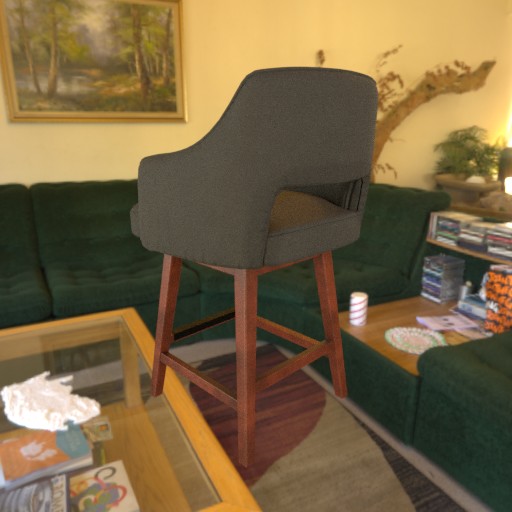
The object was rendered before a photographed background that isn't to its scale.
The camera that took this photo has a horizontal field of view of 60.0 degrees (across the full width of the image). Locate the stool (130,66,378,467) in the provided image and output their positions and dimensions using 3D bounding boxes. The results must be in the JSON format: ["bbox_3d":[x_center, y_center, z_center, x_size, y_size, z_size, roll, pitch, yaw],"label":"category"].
[{"bbox_3d":[0.000,0.000,1.222,0.548,0.912,0.558,-16,22,-42],"label":"stool"}]
